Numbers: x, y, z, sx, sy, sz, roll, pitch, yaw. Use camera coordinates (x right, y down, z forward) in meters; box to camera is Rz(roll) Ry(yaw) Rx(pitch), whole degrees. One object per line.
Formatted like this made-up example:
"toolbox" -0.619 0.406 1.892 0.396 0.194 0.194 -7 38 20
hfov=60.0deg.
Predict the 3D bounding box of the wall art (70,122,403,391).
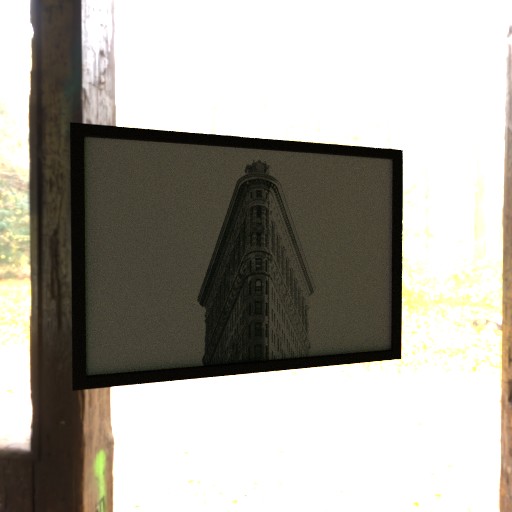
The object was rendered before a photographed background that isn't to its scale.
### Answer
"wall art" 0.000 0.000 1.244 0.958 0.656 0.026 0 1 -18
